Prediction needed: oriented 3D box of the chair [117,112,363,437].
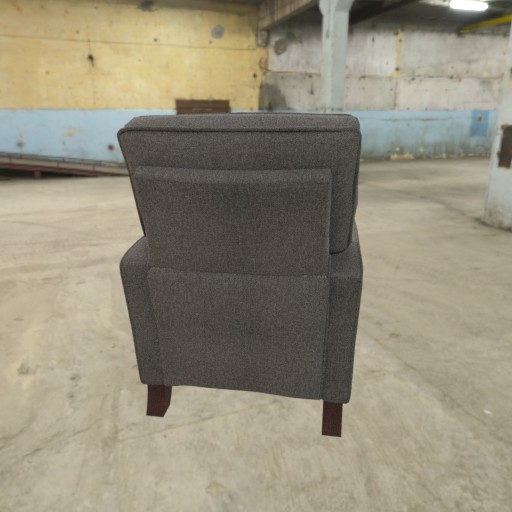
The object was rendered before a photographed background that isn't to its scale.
[{"bbox_3d":[0.000,0.000,1.463,0.650,0.889,0.775,3,16,9],"label":"chair"}]
